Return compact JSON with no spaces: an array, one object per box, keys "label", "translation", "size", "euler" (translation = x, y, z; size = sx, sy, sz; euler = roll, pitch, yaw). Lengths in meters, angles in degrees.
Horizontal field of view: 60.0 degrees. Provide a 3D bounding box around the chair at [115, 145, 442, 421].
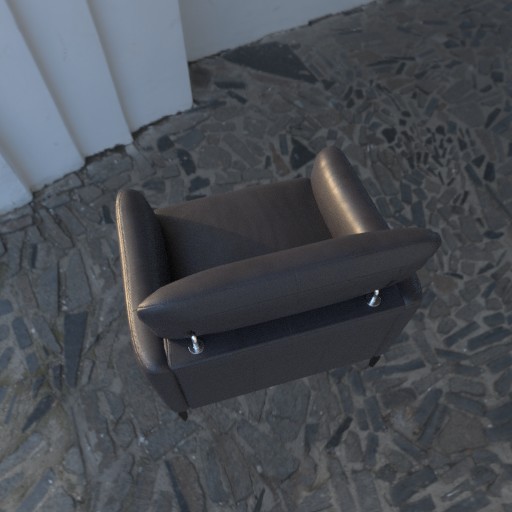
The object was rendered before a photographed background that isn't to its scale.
[{"label":"chair","translation":[0.000,0.000,1.663],"size":[0.976,0.949,0.809],"euler":[-13,59,-8]}]
